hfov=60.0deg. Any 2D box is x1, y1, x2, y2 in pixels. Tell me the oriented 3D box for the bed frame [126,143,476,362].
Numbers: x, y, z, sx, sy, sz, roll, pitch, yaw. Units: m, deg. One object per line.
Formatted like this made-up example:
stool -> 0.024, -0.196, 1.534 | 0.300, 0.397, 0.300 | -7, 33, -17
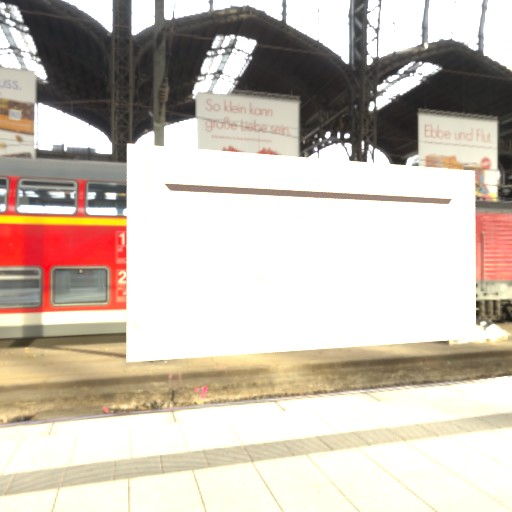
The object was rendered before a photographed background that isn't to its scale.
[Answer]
bed frame -> 0.000, 0.000, 3.089 | 1.800, 0.900, 2.080 | 0, -1, -18
